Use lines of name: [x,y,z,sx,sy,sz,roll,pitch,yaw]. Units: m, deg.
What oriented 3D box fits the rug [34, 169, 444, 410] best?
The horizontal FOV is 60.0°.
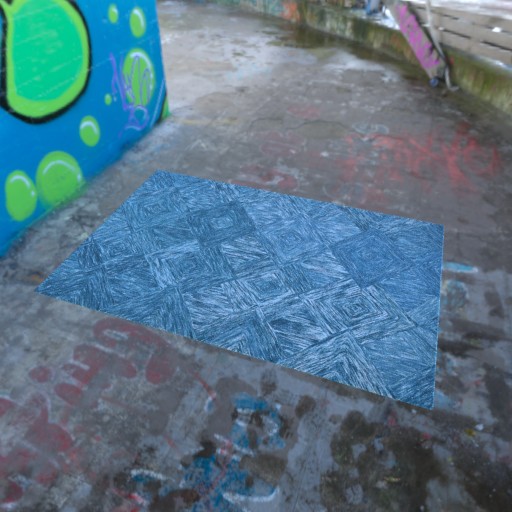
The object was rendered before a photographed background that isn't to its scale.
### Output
rug: [0.000,0.000,2.874,2.277,0.015,1.490,13,43,15]
